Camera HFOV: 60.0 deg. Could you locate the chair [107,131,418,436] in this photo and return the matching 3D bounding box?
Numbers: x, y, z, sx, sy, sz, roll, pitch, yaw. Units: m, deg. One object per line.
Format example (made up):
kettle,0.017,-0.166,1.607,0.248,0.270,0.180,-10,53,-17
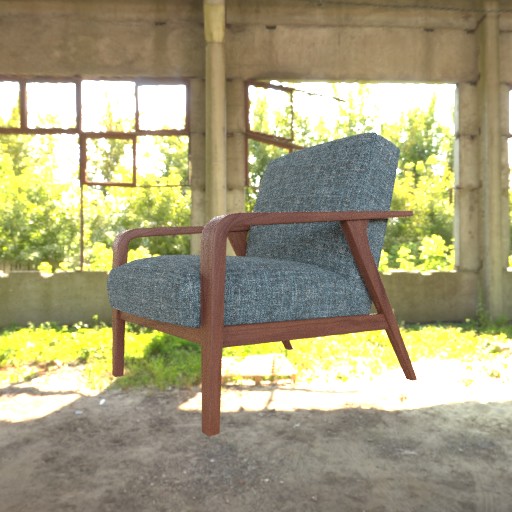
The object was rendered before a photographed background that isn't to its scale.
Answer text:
chair,0.000,0.000,1.552,0.889,0.864,0.719,0,-1,-36
